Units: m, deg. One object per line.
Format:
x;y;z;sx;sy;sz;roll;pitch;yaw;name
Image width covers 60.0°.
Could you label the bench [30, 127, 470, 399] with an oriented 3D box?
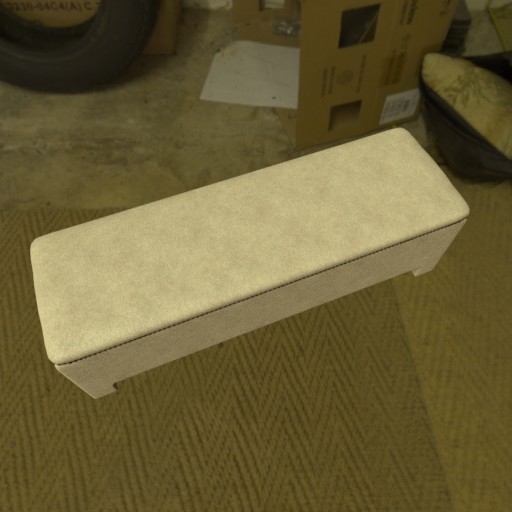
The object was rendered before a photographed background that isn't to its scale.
0.000;0.000;1.693;1.482;0.447;0.470;-19;61;-11;bench
